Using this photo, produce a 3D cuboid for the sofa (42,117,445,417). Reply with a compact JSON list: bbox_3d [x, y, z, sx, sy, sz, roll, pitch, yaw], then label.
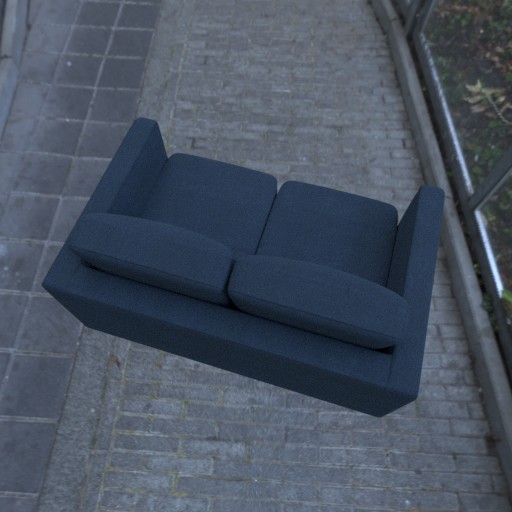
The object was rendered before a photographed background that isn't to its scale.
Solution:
[{"bbox_3d":[0.000,0.000,2.115,1.518,0.930,0.999,15,64,8],"label":"sofa"}]
